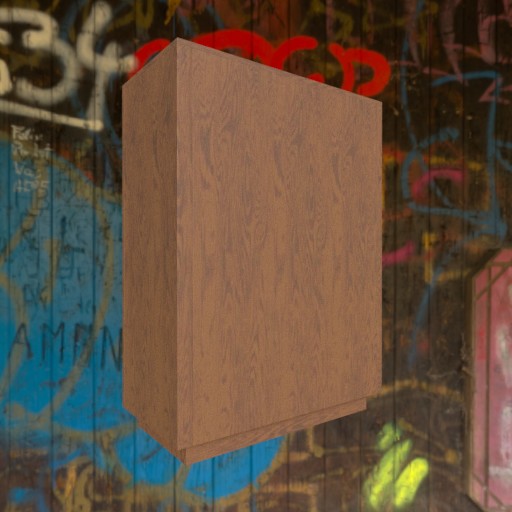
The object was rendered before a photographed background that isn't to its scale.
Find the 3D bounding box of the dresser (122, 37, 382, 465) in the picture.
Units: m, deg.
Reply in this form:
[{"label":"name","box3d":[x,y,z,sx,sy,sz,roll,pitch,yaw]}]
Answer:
[{"label":"dresser","box3d":[0.000,0.000,1.827,0.964,1.320,0.516,0,0,-36]}]
